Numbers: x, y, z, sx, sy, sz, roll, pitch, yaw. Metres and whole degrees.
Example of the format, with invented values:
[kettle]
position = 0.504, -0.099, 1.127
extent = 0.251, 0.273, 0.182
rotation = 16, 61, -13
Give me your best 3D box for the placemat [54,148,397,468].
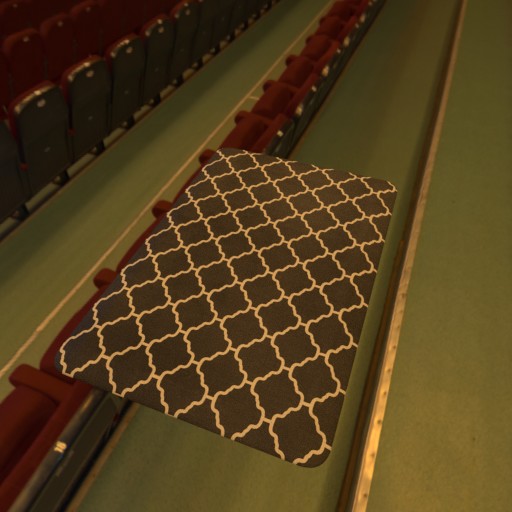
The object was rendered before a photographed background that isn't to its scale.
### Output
[placemat]
position = 0.000, 0.000, 0.963
extent = 0.508, 0.021, 0.762
rotation = 15, 48, 14
